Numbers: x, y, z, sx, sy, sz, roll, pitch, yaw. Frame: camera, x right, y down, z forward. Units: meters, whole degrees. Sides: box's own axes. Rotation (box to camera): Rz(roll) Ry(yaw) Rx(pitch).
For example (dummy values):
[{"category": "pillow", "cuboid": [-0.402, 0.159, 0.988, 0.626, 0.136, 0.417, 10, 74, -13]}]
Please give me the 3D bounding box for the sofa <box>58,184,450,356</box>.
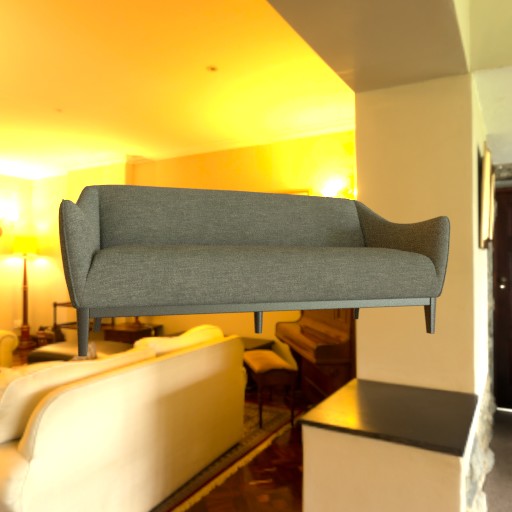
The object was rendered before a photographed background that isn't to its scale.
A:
[{"category": "sofa", "cuboid": [0.000, 0.000, 2.422, 1.928, 0.829, 0.867, 0, -1, -20]}]
